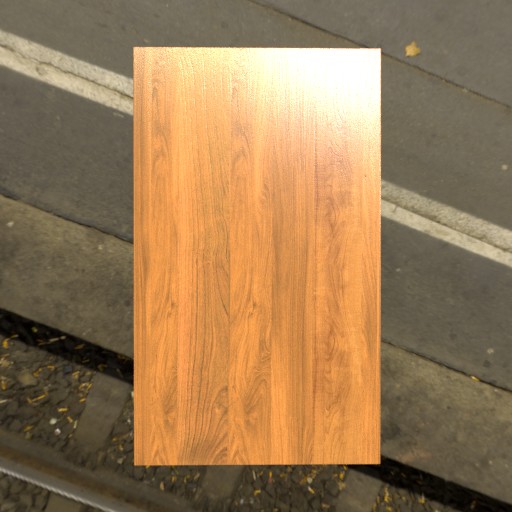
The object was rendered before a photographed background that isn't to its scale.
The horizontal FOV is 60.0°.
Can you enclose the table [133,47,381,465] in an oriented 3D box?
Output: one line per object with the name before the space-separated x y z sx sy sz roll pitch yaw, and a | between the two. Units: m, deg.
table | 0.000 0.000 1.658 0.714 0.760 1.205 0 90 -1
